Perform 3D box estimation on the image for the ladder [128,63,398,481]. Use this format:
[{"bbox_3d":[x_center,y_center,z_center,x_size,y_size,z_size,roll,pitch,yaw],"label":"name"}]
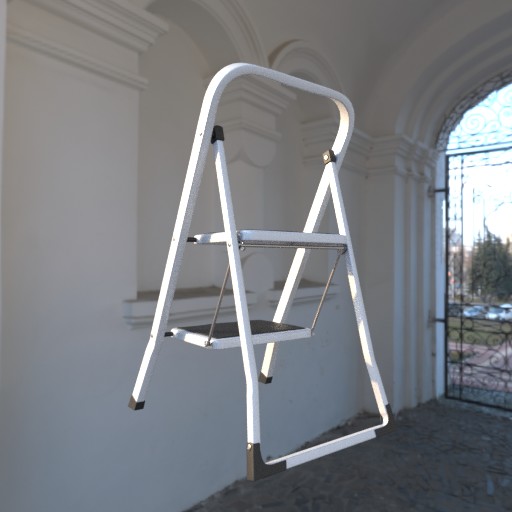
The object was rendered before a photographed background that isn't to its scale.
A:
[{"bbox_3d":[0.000,0.000,1.118,0.460,0.810,0.544,1,-1,-36],"label":"ladder"}]
